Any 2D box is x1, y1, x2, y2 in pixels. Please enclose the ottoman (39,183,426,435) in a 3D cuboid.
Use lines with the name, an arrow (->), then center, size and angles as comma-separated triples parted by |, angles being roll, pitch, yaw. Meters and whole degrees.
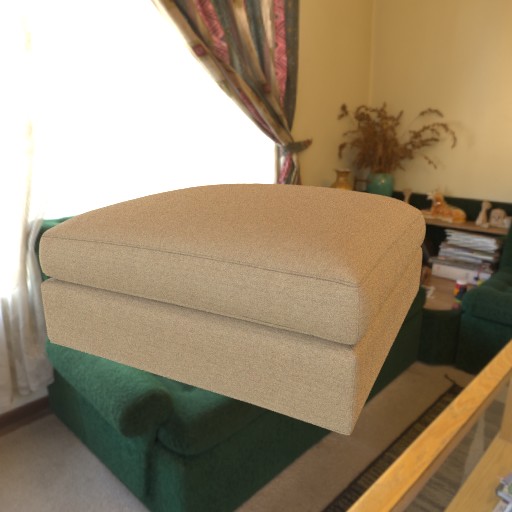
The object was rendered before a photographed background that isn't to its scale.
ottoman -> 0.000, 0.000, 1.601 | 1.041, 0.470, 1.041 | 8, 18, 26
